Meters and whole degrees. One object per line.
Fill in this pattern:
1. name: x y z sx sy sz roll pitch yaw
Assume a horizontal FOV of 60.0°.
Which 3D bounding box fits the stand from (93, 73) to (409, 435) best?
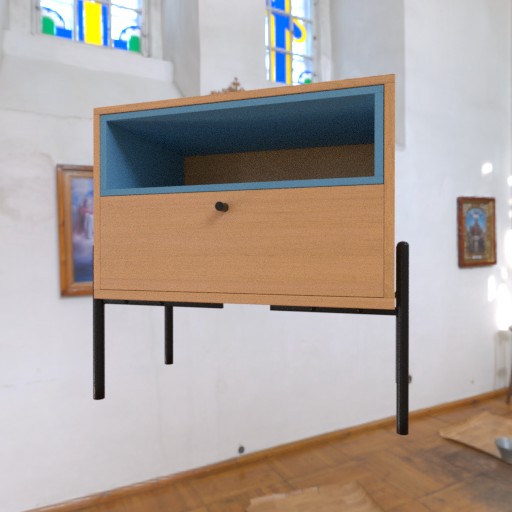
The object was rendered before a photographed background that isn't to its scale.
1. stand: 0.000 0.000 0.978 0.630 0.600 0.400 0 0 17
